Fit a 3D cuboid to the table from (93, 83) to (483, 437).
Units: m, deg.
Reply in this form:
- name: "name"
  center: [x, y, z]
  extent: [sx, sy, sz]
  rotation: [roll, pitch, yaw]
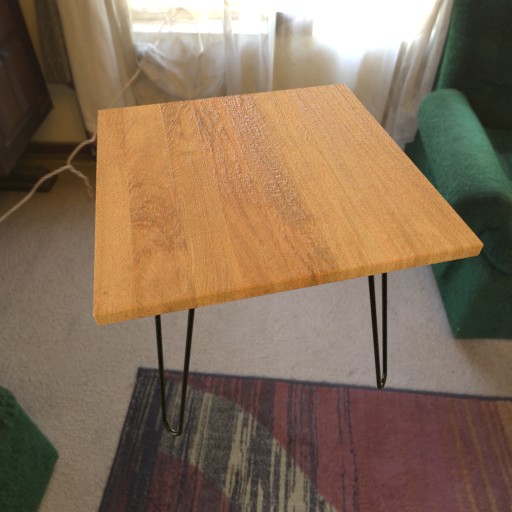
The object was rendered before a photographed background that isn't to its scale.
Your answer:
- name: "table"
  center: [0.000, 0.000, 1.033]
  extent: [0.599, 0.500, 0.599]
  rotation: [-10, 46, -9]
